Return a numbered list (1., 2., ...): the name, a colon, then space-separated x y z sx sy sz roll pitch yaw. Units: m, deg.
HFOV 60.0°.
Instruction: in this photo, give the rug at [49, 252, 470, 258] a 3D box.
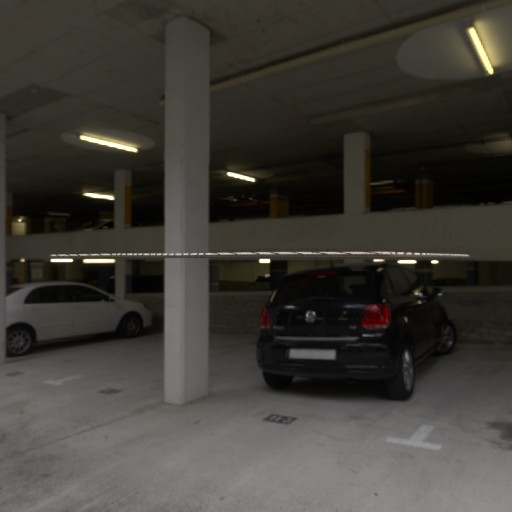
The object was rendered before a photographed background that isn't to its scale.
1. rug: 0.000 0.000 2.326 1.842 0.019 1.237 0 0 36
